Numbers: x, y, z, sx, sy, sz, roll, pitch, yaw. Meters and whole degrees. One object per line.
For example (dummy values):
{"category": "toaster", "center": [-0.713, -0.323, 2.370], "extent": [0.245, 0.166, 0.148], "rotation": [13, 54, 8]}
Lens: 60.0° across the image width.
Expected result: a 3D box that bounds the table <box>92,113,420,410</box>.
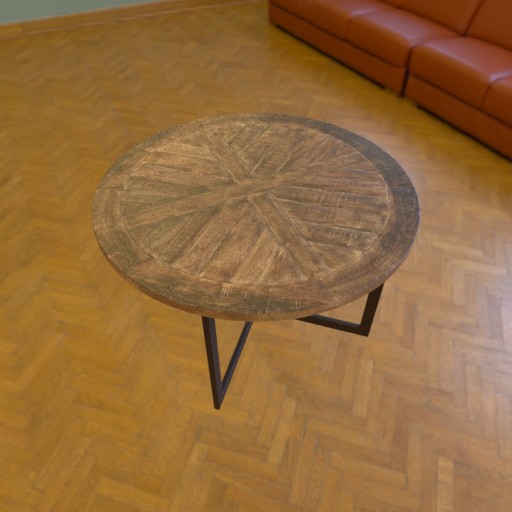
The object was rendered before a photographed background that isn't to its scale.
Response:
{"category": "table", "center": [0.000, 0.000, 2.026], "extent": [1.264, 0.762, 1.264], "rotation": [0, 45, 0]}
